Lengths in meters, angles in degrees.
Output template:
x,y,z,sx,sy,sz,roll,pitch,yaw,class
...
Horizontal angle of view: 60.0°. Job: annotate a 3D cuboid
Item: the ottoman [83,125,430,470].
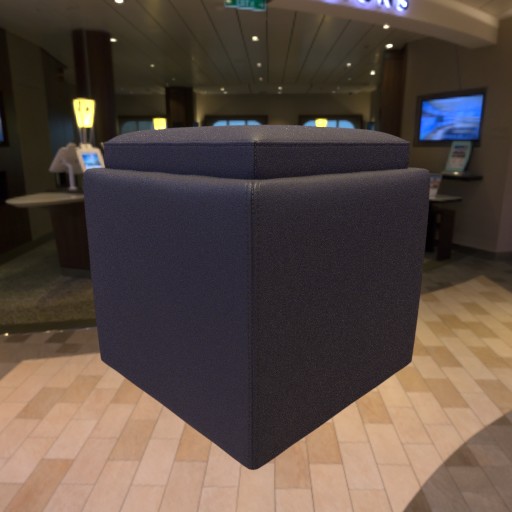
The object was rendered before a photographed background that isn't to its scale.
x,y,z,sx,sy,sz,roll,pitch,yaw,class
0.000,0.000,0.816,0.450,0.460,0.451,-13,19,-43,ottoman
